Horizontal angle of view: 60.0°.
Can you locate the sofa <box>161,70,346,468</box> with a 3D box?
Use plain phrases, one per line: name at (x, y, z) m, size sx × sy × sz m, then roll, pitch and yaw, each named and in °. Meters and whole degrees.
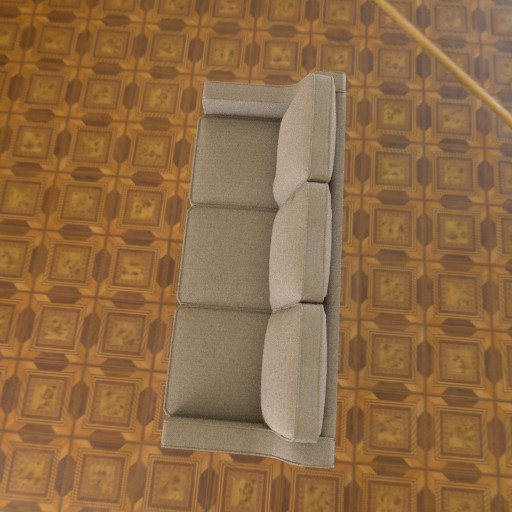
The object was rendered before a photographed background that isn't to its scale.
sofa at (0.000, 0.000, 2.611) m, size 0.899 × 0.950 × 2.129 m, roll 4°, pitch 76°, yaw 1°
